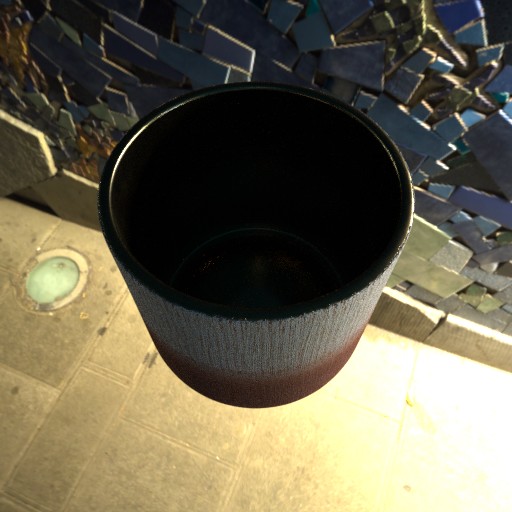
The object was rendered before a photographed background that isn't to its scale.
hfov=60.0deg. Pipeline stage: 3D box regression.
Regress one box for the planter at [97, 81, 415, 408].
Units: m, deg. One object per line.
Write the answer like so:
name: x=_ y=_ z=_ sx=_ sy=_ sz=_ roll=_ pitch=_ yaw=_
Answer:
planter: x=0.000 y=0.000 z=0.390 sx=0.221 sy=0.201 sz=0.221 roll=0 pitch=57 yaw=0
